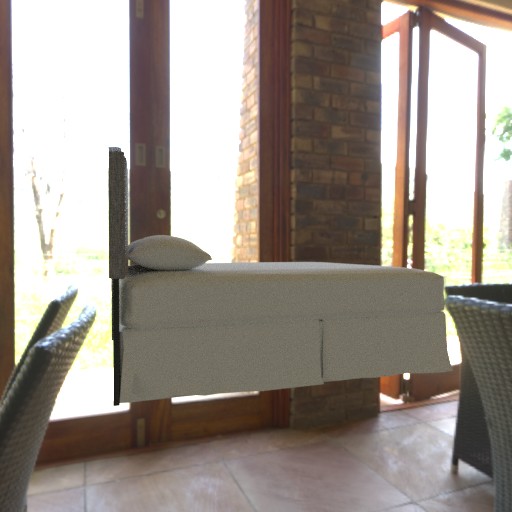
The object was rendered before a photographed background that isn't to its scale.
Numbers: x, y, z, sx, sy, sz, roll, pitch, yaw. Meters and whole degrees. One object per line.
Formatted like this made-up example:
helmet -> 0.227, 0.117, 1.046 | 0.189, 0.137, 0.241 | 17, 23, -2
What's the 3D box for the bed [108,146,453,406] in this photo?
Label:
bed -> 0.000, 0.000, 2.961 | 1.870, 1.295, 1.610 | 0, 1, -18
